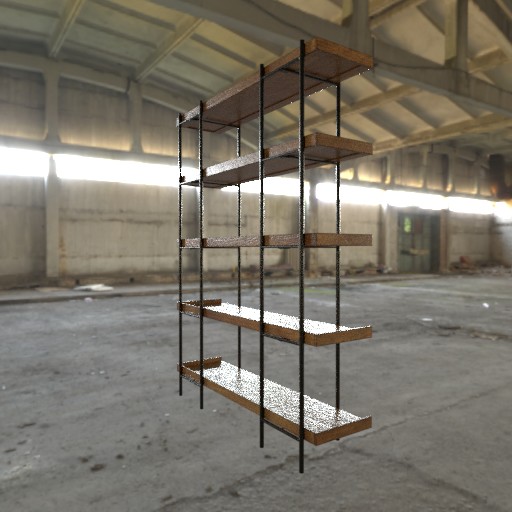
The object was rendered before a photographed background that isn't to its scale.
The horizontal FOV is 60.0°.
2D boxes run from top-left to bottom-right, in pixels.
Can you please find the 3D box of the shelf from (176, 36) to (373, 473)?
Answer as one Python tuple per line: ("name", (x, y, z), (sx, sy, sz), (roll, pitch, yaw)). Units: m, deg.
("shelf", (0.000, 0.000, 2.474), (0.379, 1.826, 1.371), (-1, 1, -34))
